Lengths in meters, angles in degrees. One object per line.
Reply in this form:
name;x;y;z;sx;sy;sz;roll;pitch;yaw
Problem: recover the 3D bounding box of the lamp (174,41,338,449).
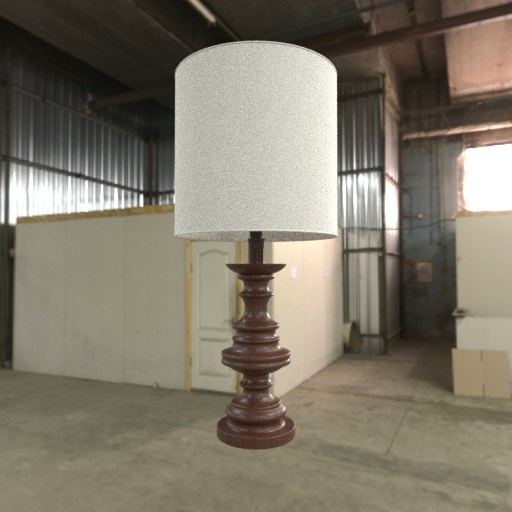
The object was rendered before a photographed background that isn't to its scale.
lamp;0.000;0.000;0.573;0.208;0.455;0.208;1;-2;-36
